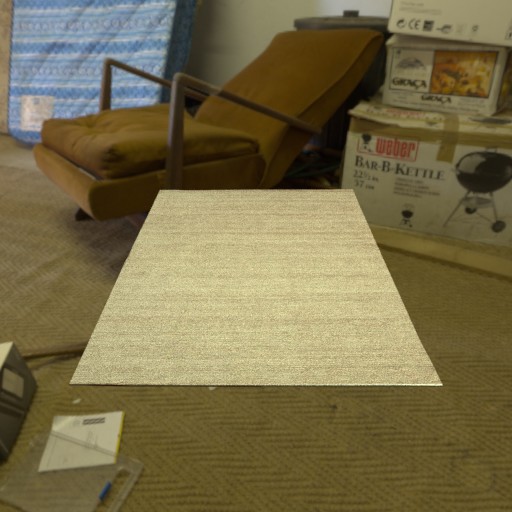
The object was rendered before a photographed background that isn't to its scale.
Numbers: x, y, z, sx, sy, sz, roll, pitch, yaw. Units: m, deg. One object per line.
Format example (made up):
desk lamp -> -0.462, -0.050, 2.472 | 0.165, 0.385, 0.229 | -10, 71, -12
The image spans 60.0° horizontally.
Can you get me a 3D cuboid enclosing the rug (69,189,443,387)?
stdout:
rug -> 0.000, 0.000, 4.224 | 2.434, 0.045, 3.202 | 0, 32, 0
